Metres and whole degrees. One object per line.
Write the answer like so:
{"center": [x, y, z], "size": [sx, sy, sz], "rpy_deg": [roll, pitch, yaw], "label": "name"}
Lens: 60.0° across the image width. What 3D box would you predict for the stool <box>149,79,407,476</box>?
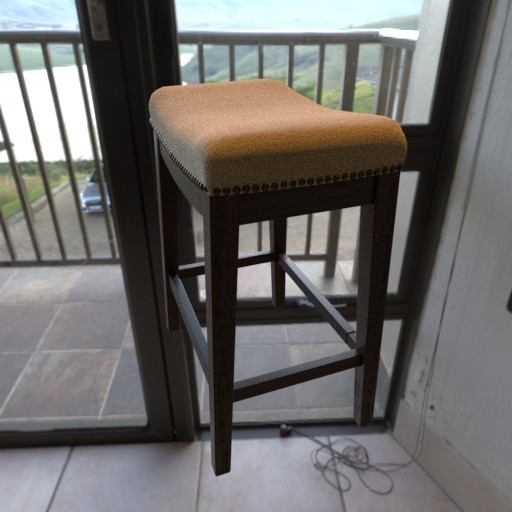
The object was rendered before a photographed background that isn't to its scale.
{"center": [0.000, 0.000, 0.976], "size": [0.363, 0.669, 0.509], "rpy_deg": [-10, 31, -18], "label": "stool"}
